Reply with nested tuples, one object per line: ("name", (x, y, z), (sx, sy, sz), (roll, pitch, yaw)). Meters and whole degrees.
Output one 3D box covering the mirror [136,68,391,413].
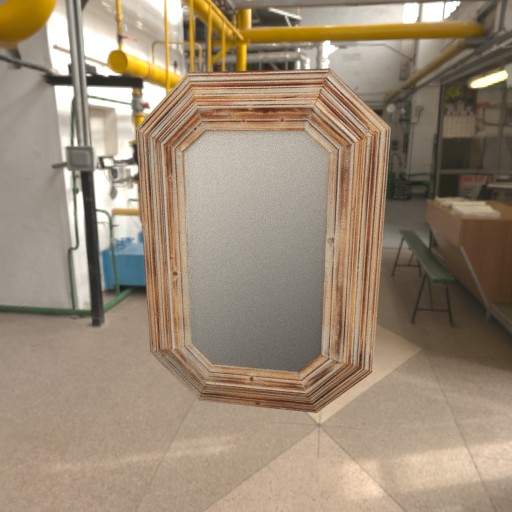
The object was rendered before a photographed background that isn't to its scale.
("mirror", (0.000, 0.000, 1.297), (0.709, 1.015, 0.061), (3, 15, 10))
